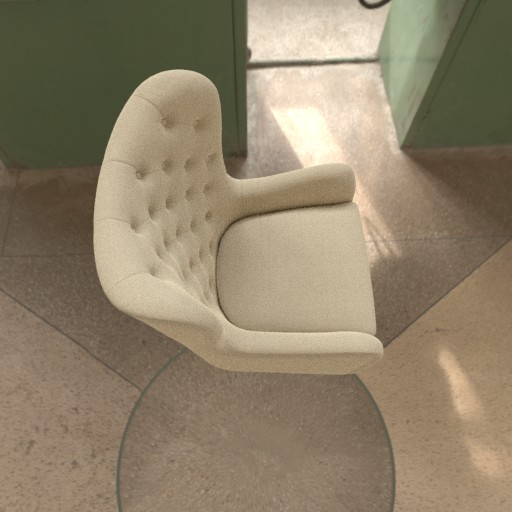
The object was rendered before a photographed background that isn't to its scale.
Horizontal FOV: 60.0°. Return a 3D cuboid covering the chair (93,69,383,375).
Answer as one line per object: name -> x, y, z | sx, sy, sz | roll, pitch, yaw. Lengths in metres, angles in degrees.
chair -> 0.000, 0.000, 1.702 | 0.929, 1.079, 0.831 | -2, 65, -1
